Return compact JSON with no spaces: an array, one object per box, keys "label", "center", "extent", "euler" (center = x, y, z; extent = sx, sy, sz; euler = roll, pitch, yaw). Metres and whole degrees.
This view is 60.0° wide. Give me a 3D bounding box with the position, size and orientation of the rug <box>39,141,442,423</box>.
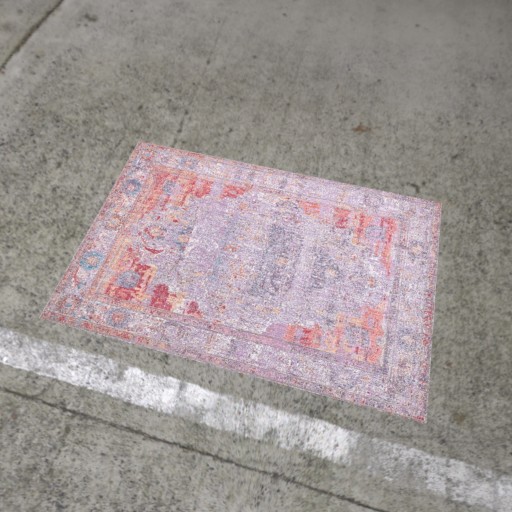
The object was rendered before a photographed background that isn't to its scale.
[{"label":"rug","center":[0.000,0.000,2.307],"extent":[1.829,0.005,1.219],"euler":[13,60,8]}]
